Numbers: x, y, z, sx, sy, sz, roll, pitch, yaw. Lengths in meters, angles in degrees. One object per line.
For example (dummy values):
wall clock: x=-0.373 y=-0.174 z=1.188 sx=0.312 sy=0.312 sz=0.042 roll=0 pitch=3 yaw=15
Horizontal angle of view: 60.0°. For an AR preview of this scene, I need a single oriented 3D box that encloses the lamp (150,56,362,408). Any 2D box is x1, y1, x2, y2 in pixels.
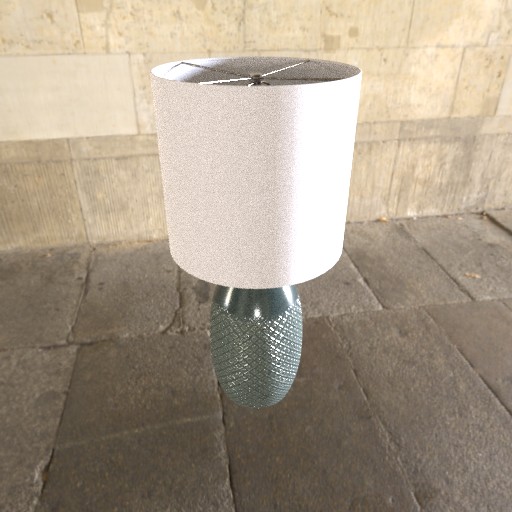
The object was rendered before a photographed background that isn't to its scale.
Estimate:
lamp: x=0.000 y=0.000 z=0.576 sx=0.217 sy=0.453 sz=0.217 roll=20 pitch=36 yaw=30
